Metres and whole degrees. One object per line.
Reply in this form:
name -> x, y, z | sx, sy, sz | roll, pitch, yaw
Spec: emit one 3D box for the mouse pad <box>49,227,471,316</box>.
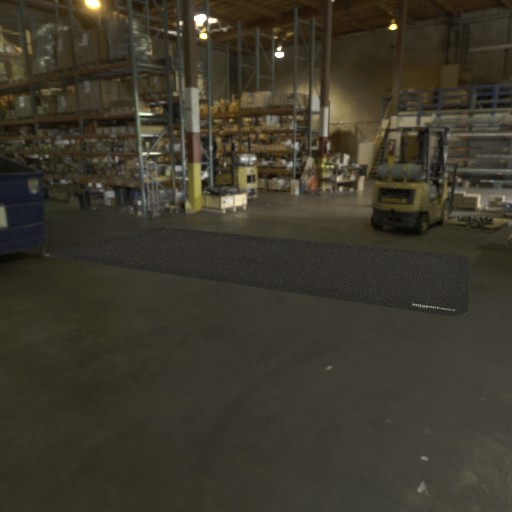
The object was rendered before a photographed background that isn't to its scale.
mouse pad -> 0.000, 0.000, 1.036 | 0.907, 0.003, 0.424 | 7, 15, 25
